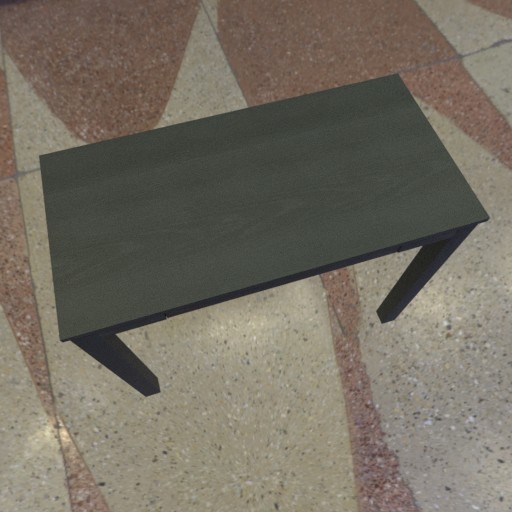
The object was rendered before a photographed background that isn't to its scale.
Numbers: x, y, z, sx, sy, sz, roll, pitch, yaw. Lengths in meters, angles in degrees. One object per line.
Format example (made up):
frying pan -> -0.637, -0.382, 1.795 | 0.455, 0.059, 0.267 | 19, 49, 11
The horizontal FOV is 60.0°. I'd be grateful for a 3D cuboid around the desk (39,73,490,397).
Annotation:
desk -> 0.000, 0.000, 1.415 | 0.991, 0.762, 0.499 | -15, 64, -8
